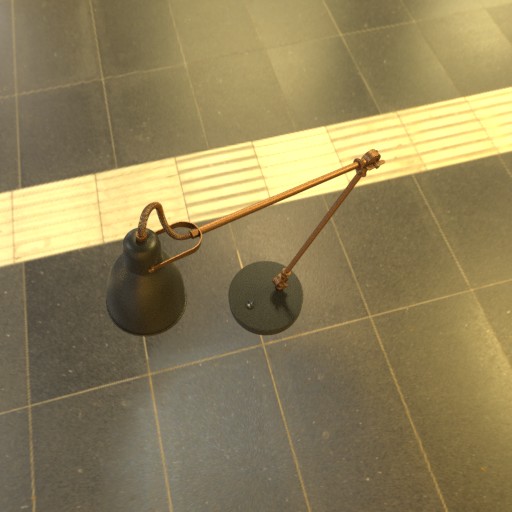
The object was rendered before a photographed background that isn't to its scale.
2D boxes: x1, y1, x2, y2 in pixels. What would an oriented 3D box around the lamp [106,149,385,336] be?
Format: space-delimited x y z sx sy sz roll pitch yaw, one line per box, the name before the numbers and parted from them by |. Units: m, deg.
lamp | 0.000 0.000 0.863 0.561 0.587 0.187 -32 68 -14
